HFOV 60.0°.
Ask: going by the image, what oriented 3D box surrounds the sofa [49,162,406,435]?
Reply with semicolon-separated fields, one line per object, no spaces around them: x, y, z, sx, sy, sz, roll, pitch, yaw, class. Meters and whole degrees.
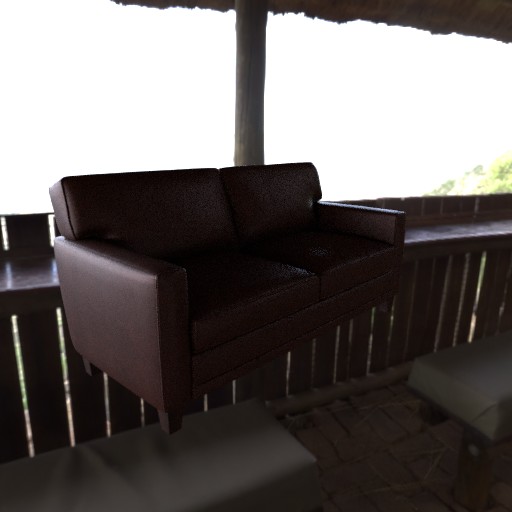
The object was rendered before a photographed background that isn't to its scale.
0.000;0.000;2.405;0.912;0.928;1.876;14;20;42;sofa
